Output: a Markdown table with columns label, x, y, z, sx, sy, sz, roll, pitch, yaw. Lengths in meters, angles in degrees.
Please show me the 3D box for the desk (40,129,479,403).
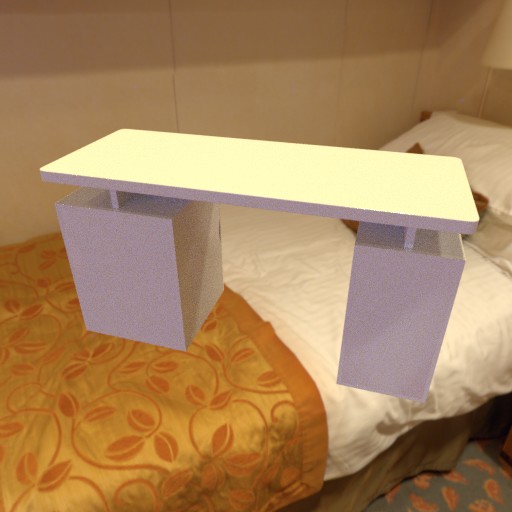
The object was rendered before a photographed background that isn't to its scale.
| label | x | y | z | sx | sy | sz | roll | pitch | yaw |
| --- | --- | --- | --- | --- | --- | --- | --- | --- | --- |
| desk | 0.000 | 0.000 | 1.761 | 1.400 | 0.762 | 0.550 | 9 | 32 | 14 |
